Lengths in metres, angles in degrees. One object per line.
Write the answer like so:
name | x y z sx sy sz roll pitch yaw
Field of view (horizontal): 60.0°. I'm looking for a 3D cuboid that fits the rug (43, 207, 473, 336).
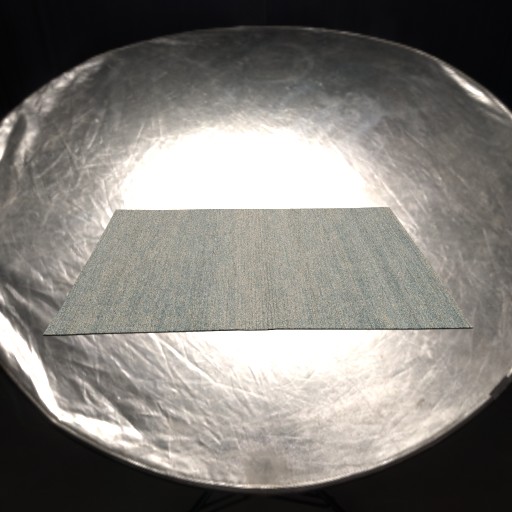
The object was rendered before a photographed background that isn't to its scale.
rug | 0.000 0.000 5.359 4.078 0.052 2.802 -1 30 -1
